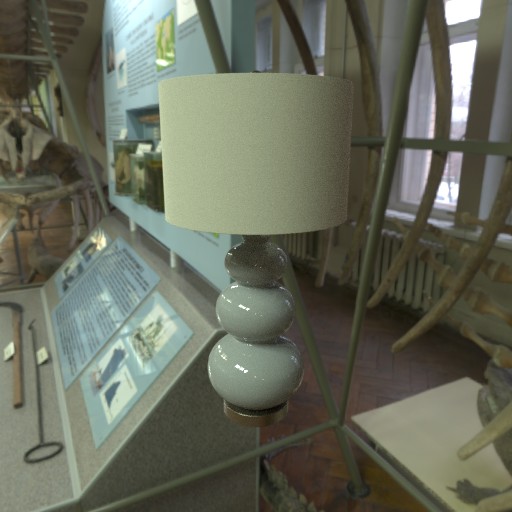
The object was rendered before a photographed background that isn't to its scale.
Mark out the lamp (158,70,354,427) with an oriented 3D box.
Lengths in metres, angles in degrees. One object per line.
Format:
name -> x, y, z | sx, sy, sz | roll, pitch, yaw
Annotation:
lamp -> 0.000, 0.000, 0.938 | 0.367, 0.730, 0.367 | -8, 17, -26
